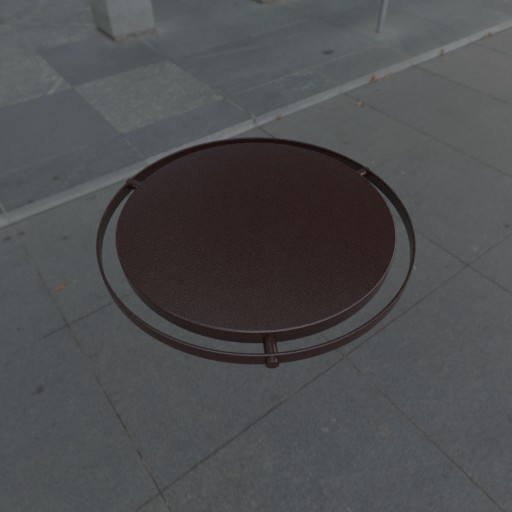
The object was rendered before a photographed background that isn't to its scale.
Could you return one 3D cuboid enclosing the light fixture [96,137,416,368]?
[{"bbox_3d":[0.000,0.000,0.558,0.361,0.130,0.361,0,46,0],"label":"light fixture"}]
